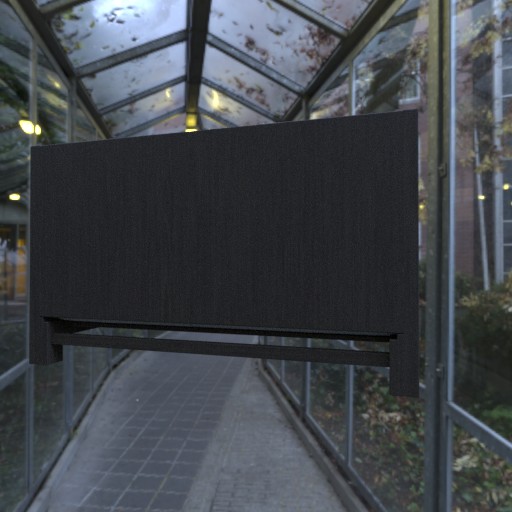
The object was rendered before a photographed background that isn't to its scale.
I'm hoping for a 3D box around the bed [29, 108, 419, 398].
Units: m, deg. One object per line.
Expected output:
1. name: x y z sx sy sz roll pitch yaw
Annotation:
1. bed: 0.000 0.000 3.224 2.134 1.270 2.012 0 -1 18
